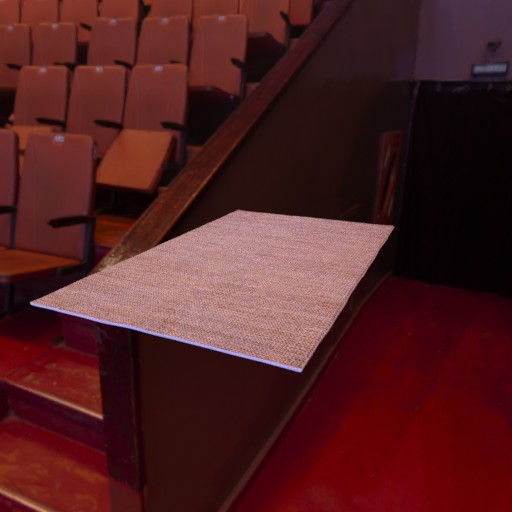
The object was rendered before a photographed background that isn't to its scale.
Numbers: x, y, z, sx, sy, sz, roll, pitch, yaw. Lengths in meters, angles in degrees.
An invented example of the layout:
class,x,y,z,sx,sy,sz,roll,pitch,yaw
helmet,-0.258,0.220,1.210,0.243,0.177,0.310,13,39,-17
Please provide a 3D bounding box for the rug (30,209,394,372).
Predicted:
class,x,y,z,sx,sy,sz,roll,pitch,yaw
rug,0.000,0.000,3.094,1.521,0.034,2.438,8,20,23
